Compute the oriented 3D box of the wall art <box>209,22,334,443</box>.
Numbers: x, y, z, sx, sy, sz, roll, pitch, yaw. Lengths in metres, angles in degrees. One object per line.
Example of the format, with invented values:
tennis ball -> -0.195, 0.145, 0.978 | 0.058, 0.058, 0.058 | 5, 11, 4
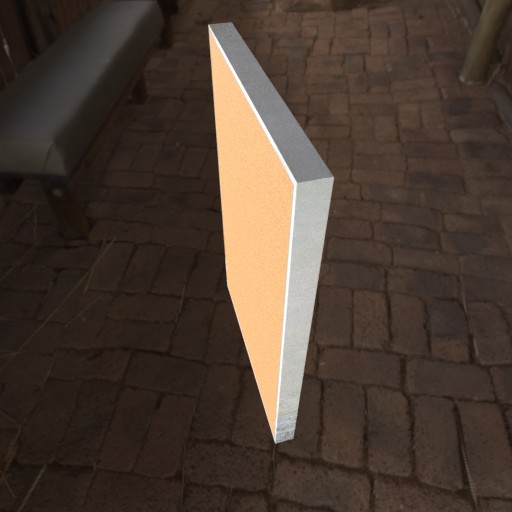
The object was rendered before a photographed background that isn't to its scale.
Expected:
wall art -> 0.000, 0.000, 0.753 | 0.036, 0.607, 0.403 | -11, 47, -11
